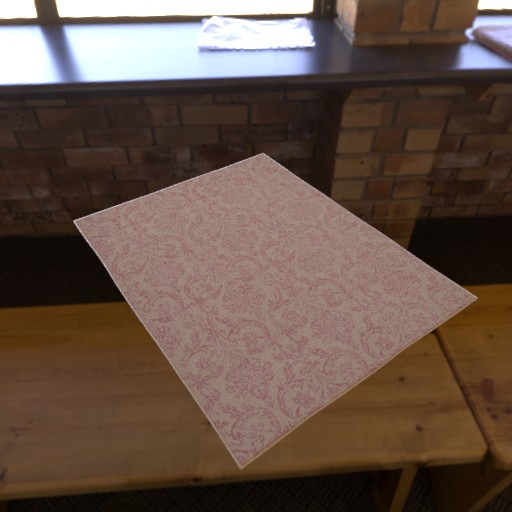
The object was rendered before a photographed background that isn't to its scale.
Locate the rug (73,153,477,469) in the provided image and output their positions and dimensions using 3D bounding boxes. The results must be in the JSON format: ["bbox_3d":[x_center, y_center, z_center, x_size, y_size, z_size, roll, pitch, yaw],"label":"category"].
[{"bbox_3d":[0.000,0.000,4.040,2.363,0.012,2.980,-26,48,-26],"label":"rug"}]
